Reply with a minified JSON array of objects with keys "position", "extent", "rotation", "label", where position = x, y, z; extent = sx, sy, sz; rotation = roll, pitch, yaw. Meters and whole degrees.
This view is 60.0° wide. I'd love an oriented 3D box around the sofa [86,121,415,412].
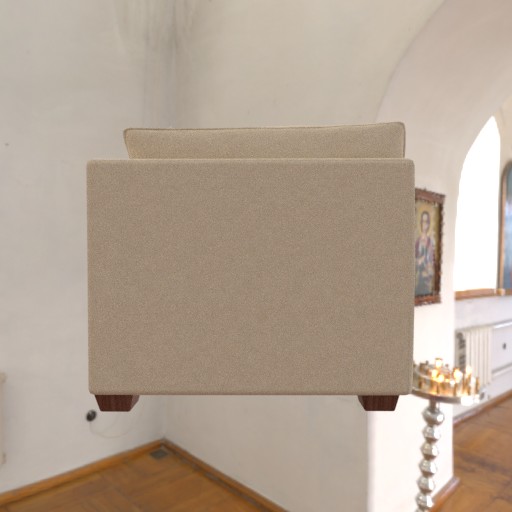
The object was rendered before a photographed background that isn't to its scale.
[{"position":[0.000,0.000,1.978],"extent":[1.084,1.002,1.146],"rotation":[0,1,1],"label":"sofa"}]
